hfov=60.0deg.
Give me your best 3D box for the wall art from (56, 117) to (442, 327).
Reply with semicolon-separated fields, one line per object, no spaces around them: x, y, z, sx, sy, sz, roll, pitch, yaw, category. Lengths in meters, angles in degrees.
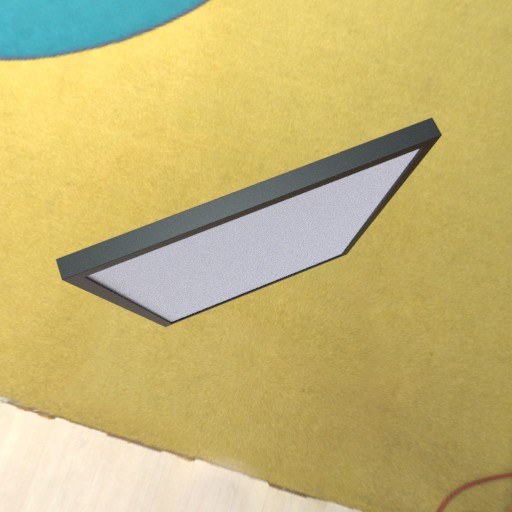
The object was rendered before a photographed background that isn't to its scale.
0.000;0.000;0.546;0.325;0.397;0.018;-21;77;-5;wall art
